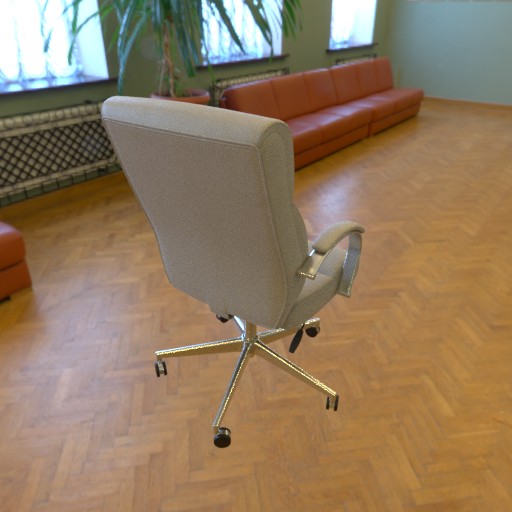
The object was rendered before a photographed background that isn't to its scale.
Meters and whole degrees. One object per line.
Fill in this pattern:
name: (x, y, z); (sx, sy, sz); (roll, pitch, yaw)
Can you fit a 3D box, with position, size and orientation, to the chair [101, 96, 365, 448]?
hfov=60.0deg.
chair: (0.000, 0.000, 1.551); (0.727, 1.099, 0.745); (19, 34, 31)
